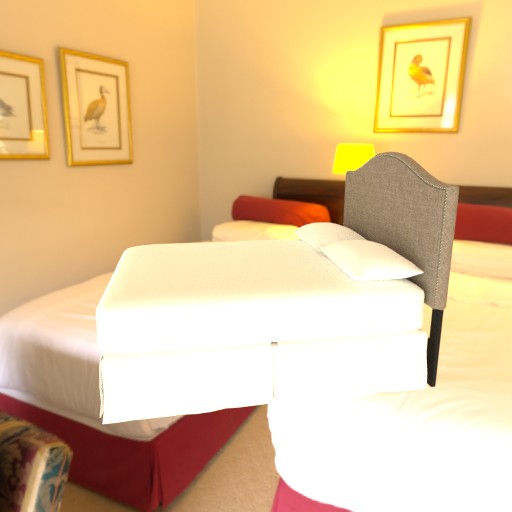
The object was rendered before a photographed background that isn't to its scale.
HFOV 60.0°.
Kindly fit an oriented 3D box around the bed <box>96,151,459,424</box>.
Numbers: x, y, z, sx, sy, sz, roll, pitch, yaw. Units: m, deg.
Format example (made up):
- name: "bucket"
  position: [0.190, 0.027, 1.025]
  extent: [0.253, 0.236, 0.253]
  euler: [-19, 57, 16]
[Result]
- name: "bed"
  position: [0.000, 0.000, 3.324]
  extent: [2.153, 1.518, 1.713]
  euler: [-2, 14, -10]
